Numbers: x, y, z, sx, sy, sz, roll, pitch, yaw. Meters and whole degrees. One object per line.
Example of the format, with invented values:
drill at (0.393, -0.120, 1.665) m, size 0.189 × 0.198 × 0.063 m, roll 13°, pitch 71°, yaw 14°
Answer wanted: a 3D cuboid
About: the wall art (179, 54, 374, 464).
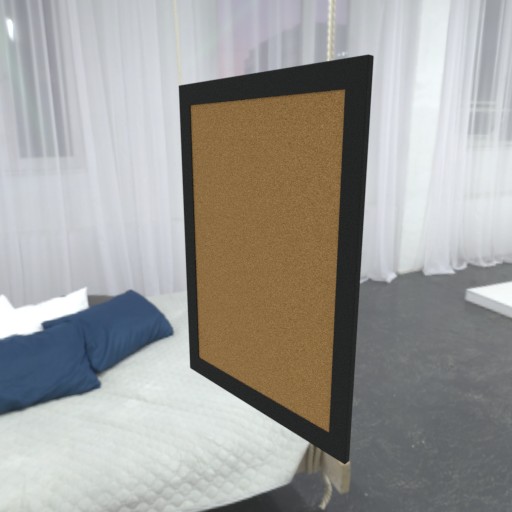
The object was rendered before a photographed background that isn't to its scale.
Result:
wall art at (0.000, 0.000, 0.688) m, size 0.012 × 0.529 × 0.374 m, roll -13°, pitch 19°, yaw -42°
